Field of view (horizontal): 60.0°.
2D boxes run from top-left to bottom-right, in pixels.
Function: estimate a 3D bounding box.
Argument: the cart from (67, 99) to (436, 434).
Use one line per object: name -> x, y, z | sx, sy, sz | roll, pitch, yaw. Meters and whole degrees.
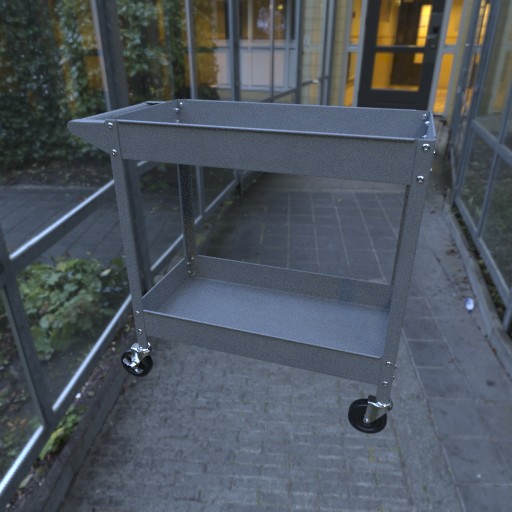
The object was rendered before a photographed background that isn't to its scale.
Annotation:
cart -> 0.000, 0.000, 1.163 | 0.779, 0.719, 0.366 | 8, 28, 16
